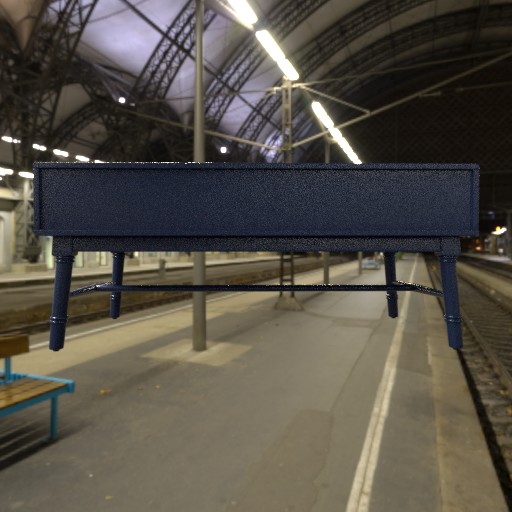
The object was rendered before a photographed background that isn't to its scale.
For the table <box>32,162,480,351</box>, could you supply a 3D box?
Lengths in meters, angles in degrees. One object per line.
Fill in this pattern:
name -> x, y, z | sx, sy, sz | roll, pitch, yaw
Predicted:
table -> 0.000, 0.000, 1.347 | 1.067, 0.457, 0.572 | 0, 1, -1
